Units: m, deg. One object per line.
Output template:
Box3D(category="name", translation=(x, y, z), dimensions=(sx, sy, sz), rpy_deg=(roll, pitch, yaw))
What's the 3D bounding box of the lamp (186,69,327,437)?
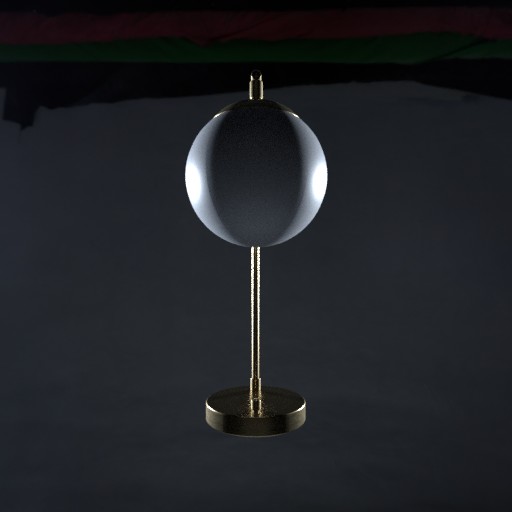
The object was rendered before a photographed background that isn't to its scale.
Box3D(category="lamp", translation=(0.000, 0.000, 0.713), dimensions=(0.207, 0.559, 0.324), rpy_deg=(0, 0, 0))
